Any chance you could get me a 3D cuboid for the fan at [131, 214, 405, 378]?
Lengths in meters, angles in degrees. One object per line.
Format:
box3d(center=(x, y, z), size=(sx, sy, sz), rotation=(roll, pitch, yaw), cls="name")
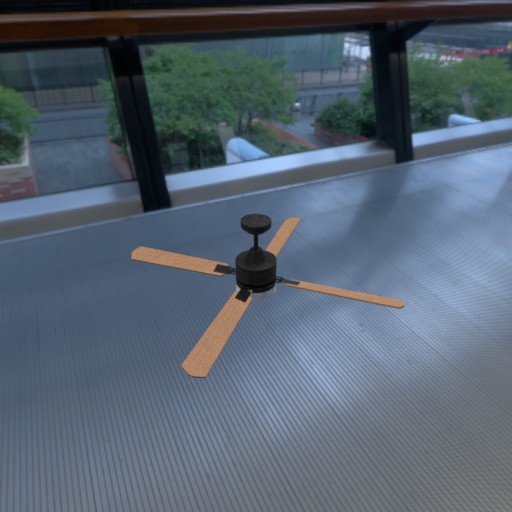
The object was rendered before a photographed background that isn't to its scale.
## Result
box3d(center=(0.000, 0.000, 1.988), size=(1.320, 0.355, 1.320), rotation=(10, 32, 17), cls="fan")
